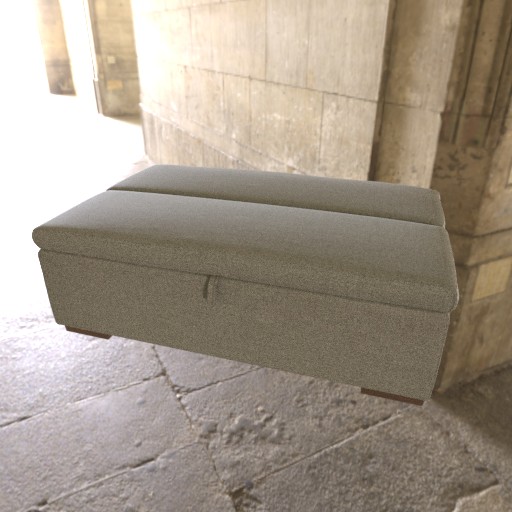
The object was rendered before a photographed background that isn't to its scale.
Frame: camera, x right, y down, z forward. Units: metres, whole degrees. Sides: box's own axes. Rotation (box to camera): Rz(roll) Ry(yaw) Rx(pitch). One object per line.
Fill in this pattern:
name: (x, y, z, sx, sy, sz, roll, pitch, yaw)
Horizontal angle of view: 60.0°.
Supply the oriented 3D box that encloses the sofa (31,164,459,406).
sofa: (0.000, 0.000, 1.612, 1.250, 0.434, 0.817, 8, 28, 15)
